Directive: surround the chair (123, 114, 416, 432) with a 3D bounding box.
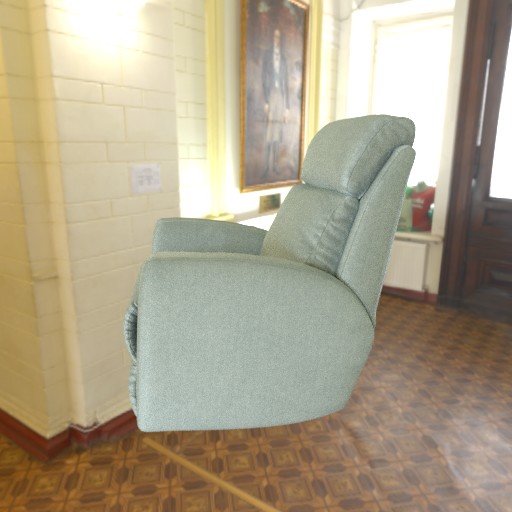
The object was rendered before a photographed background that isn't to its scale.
[{"bbox_3d":[0.000,0.000,1.685,0.940,1.013,0.812,-2,14,-9],"label":"chair"}]
